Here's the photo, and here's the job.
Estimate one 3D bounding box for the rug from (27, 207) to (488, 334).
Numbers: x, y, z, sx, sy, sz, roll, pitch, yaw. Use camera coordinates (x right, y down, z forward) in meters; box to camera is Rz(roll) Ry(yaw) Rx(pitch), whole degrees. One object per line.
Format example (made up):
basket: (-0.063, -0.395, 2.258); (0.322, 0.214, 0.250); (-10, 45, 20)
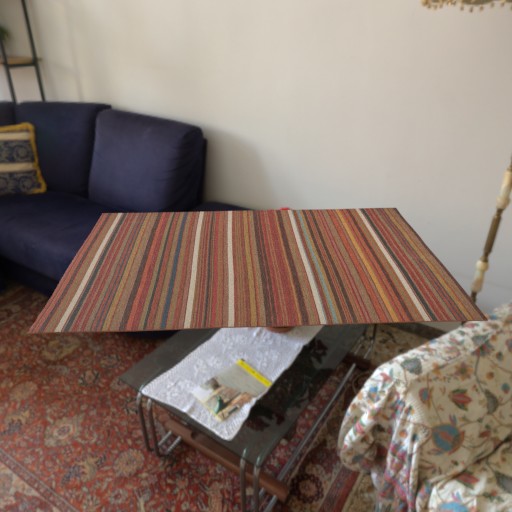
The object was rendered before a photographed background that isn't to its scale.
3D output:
rug: (0.000, 0.000, 3.001); (2.438, 0.008, 1.523); (-1, 30, -2)
